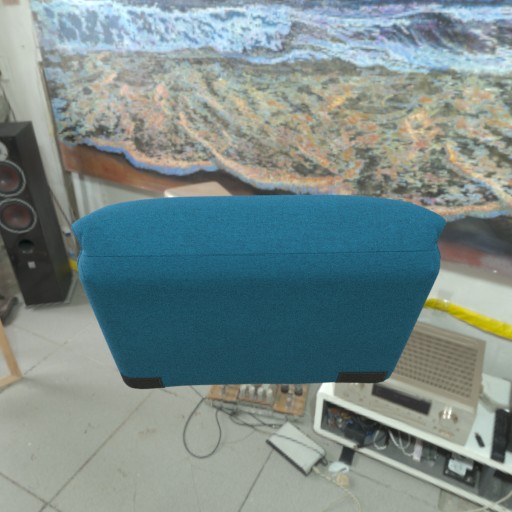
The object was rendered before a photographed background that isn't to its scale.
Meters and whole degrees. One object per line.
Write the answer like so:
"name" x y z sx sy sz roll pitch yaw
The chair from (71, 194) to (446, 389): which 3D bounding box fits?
"chair" 0.000 0.000 1.347 0.820 0.580 0.780 -1 30 -2
